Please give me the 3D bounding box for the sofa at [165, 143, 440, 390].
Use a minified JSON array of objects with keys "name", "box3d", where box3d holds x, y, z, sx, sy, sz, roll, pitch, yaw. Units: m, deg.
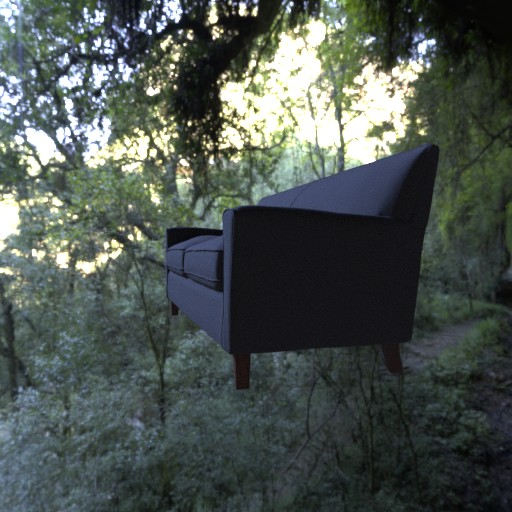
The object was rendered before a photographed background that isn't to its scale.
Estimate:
[{"name":"sofa","box3d":[0.000,0.000,2.519,0.843,0.907,2.002,0,1,-18]}]
